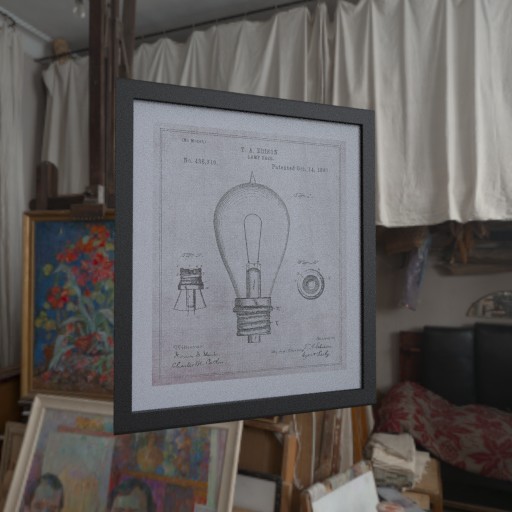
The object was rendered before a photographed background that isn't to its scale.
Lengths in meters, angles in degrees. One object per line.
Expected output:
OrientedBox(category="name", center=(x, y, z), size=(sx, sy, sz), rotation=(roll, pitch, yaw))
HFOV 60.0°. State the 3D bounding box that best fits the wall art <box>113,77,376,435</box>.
OrientedBox(category="wall art", center=(0.000, 0.000, 0.708), size=(0.430, 0.509, 0.021), rotation=(0, -1, -19))
